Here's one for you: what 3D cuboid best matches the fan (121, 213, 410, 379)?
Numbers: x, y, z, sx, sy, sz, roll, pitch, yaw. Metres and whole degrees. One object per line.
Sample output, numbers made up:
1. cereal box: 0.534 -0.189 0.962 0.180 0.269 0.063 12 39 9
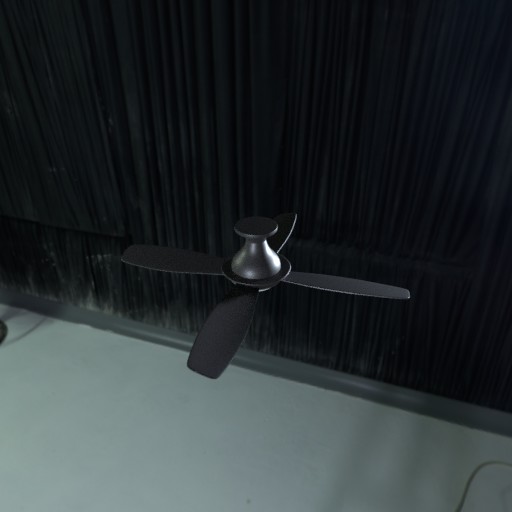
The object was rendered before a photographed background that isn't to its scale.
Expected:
1. fan: 0.000 0.000 2.502 1.694 0.382 1.694 8 31 14
